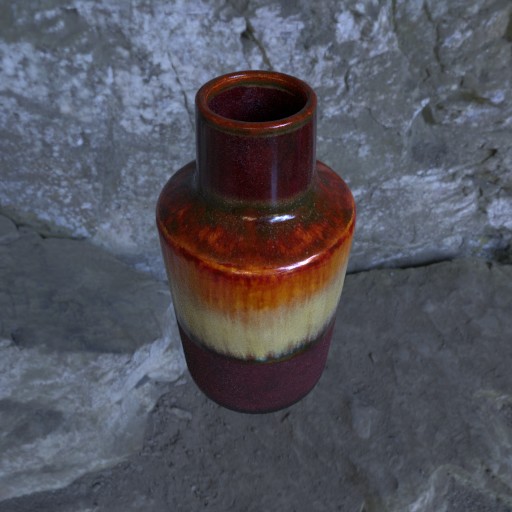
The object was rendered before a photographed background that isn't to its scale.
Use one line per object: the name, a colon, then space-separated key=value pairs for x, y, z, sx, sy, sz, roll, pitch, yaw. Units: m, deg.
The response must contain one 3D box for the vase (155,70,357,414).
vase: x=0.000 y=0.000 z=0.267 sx=0.108 sy=0.204 sz=0.108 roll=0 pitch=46 yaw=0
